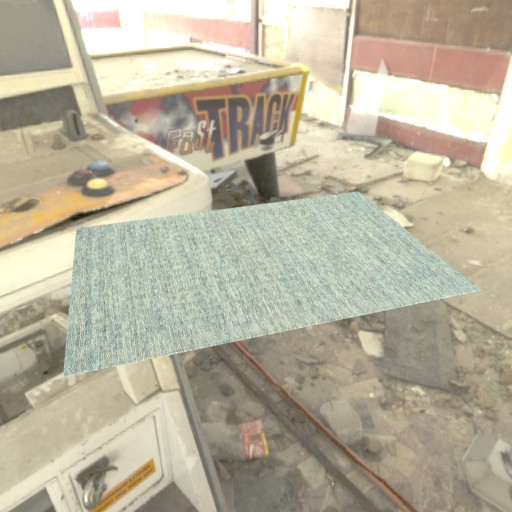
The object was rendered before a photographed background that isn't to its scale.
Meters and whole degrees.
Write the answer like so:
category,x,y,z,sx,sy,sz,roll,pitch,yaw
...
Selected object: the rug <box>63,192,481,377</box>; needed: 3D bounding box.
category,x,y,z,sx,sy,sz,roll,pitch,yaw
rug,0.000,0.000,2.230,1.752,0.006,1.142,-9,33,-14
